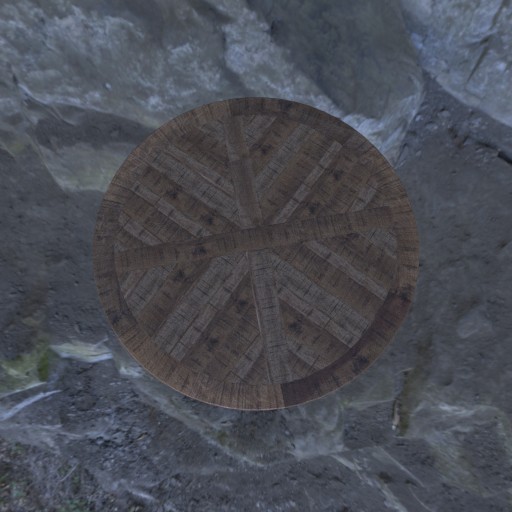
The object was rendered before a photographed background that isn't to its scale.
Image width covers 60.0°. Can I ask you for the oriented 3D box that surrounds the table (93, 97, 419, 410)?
[{"bbox_3d":[0.000,0.000,1.968,1.264,0.516,1.264,0,75,0],"label":"table"}]
